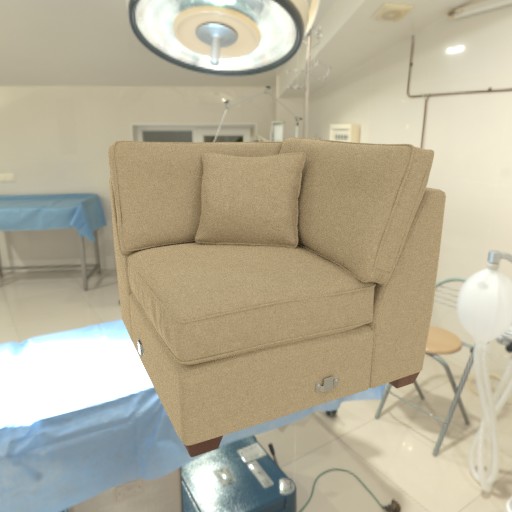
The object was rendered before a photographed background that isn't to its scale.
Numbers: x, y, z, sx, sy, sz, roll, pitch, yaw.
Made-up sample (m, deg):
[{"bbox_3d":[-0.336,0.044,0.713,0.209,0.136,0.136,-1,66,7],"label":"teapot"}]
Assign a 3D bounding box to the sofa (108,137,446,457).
[{"bbox_3d":[0.000,0.000,1.971,1.084,1.002,1.146,-8,18,-26],"label":"sofa"}]
